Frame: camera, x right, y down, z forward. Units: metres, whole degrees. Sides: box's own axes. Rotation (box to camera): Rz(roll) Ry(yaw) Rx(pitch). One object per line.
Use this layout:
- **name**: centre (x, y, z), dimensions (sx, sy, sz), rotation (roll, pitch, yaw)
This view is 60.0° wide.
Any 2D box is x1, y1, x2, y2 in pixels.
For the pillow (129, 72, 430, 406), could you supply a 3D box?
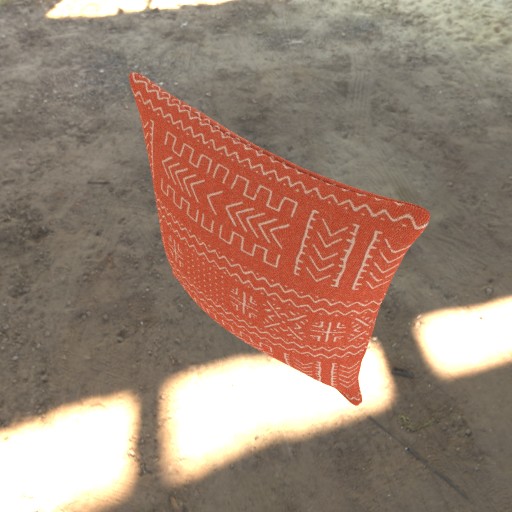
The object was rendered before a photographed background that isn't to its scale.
- **pillow**: centre (0.000, 0.000, 0.656), dimensions (0.438, 0.429, 0.164), rotation (32, 55, 25)
